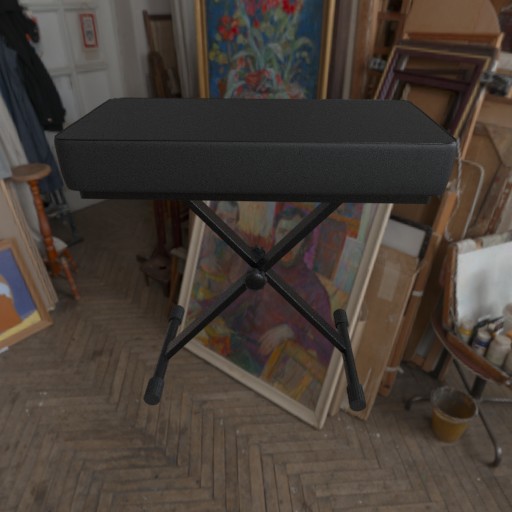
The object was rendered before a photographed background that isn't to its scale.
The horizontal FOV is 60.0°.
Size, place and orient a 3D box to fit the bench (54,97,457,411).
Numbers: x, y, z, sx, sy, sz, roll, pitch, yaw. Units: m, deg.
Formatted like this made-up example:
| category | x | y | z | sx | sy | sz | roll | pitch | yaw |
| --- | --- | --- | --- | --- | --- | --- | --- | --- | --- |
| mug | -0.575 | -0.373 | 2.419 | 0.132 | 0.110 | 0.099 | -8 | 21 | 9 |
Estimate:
| category | x | y | z | sx | sy | sz | roll | pitch | yaw |
| --- | --- | --- | --- | --- | --- | --- | --- | --- | --- |
| bench | 0.000 | 0.000 | 0.908 | 0.600 | 0.561 | 0.300 | 1 | 31 | 2 |
